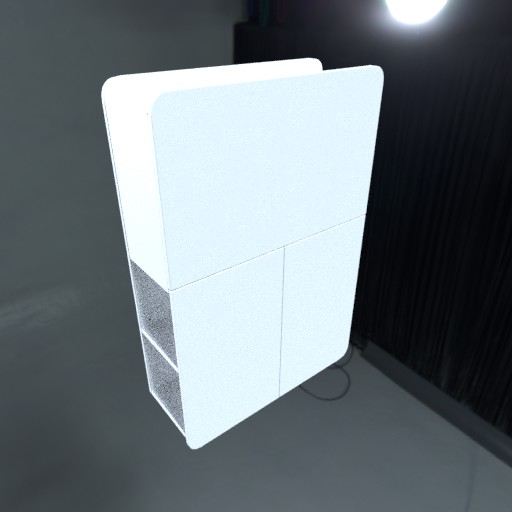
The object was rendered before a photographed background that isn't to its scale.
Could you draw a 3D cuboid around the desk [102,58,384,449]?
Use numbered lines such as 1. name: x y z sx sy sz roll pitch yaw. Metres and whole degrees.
1. desk: 0.000 0.000 1.528 0.795 1.190 0.278 -21 36 -33
